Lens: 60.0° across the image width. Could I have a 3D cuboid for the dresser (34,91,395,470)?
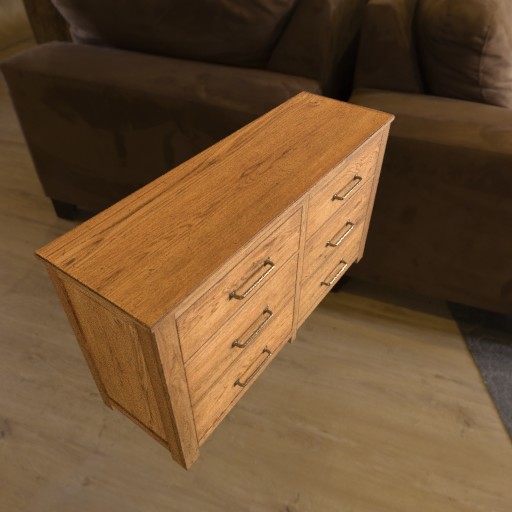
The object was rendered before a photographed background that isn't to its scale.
[{"bbox_3d":[0.000,0.000,2.104,0.563,0.932,1.657,26,47,26],"label":"dresser"}]
